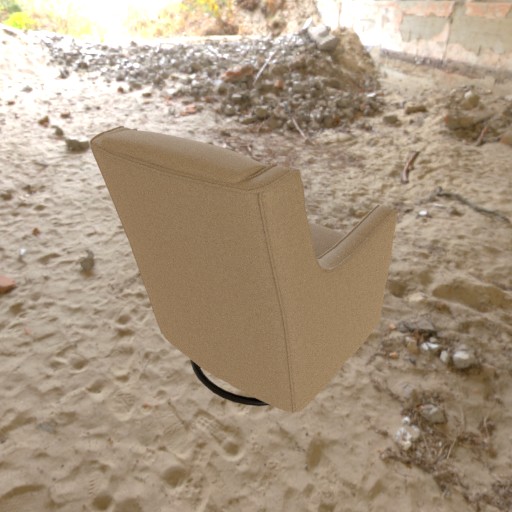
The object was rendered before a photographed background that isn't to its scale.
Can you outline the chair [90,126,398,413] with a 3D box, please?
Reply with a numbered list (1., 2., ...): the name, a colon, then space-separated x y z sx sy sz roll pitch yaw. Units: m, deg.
1. chair: 0.000 0.000 1.645 0.732 0.993 0.879 22 36 32
